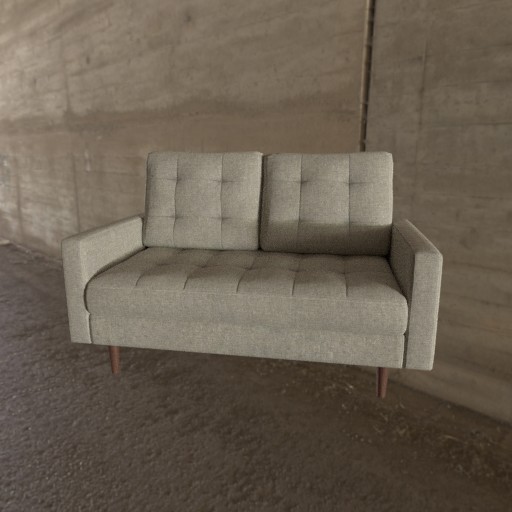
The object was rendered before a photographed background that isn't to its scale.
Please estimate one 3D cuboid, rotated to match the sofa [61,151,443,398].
[{"bbox_3d":[0.000,0.000,1.975,1.407,0.907,0.842,2,14,10],"label":"sofa"}]
